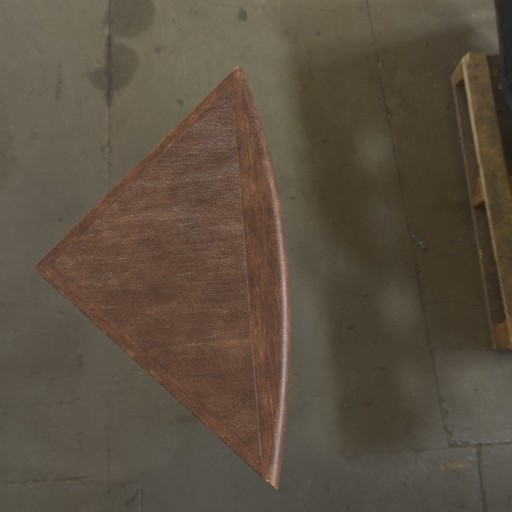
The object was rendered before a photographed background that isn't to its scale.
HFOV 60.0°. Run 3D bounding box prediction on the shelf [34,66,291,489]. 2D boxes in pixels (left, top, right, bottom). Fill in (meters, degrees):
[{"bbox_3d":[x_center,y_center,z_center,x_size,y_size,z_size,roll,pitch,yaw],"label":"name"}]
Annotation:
[{"bbox_3d":[0.000,0.000,0.461,0.310,0.050,0.310,39,78,10],"label":"shelf"}]
